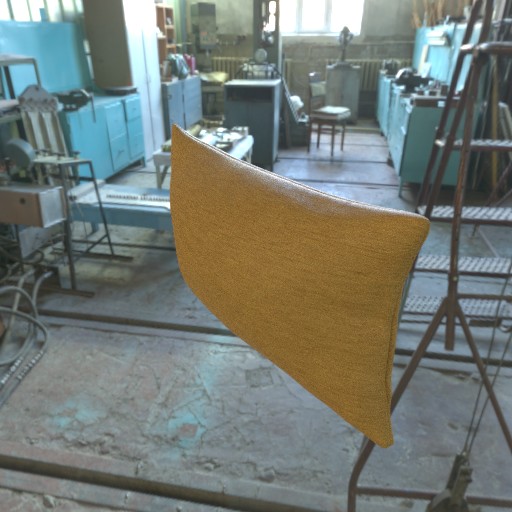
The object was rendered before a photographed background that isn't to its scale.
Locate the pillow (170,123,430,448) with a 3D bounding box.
[{"bbox_3d":[0.000,0.000,0.771,0.210,0.354,0.634,-17,32,-31],"label":"pillow"}]
